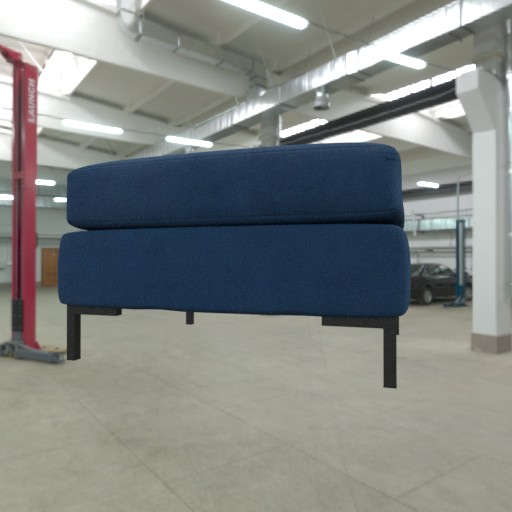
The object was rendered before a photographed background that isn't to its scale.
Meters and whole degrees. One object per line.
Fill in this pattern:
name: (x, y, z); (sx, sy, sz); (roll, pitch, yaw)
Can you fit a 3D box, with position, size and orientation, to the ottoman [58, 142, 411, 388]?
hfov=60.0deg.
ottoman: (0.000, 0.000, 1.208); (0.794, 0.485, 0.655); (0, -1, 18)
